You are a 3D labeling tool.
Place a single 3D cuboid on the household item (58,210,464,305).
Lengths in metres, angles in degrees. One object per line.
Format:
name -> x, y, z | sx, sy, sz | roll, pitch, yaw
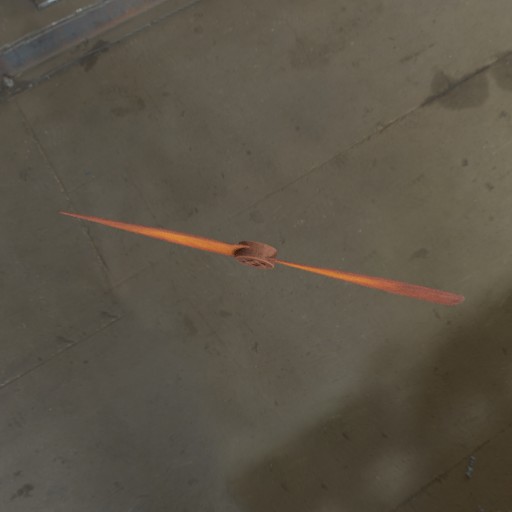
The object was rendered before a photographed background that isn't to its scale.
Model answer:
household item -> 0.000, 0.000, 1.278 | 1.181, 0.121, 0.051 | 13, 76, 3
